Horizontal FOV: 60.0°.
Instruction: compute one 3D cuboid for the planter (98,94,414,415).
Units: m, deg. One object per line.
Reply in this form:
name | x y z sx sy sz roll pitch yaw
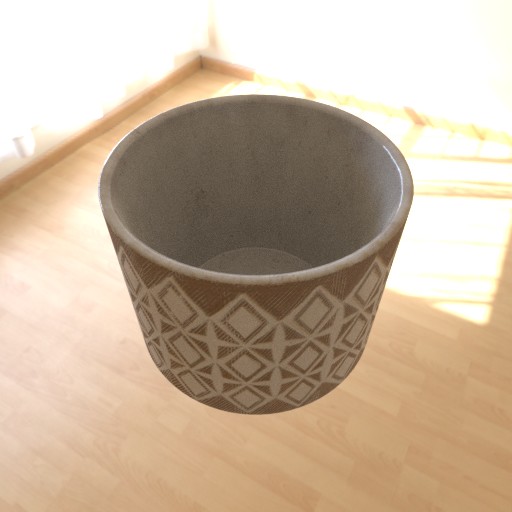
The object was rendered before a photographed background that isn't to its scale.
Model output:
planter | 0.000 0.000 0.338 0.193 0.165 0.193 0 46 0
